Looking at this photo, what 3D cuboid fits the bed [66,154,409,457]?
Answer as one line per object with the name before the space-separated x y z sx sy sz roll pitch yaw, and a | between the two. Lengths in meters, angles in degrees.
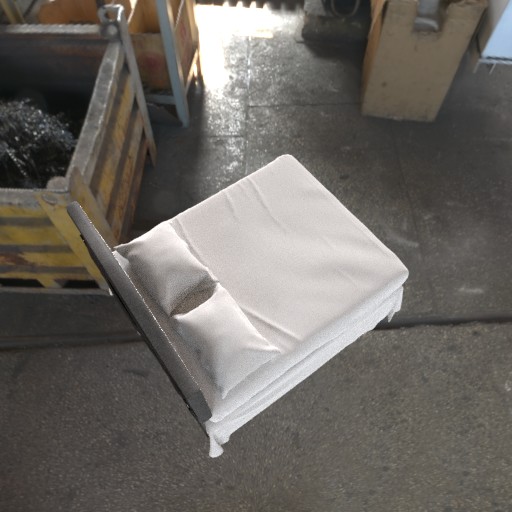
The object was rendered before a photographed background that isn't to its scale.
bed | 0.000 0.000 3.528 2.221 1.645 1.876 -32 65 -17
